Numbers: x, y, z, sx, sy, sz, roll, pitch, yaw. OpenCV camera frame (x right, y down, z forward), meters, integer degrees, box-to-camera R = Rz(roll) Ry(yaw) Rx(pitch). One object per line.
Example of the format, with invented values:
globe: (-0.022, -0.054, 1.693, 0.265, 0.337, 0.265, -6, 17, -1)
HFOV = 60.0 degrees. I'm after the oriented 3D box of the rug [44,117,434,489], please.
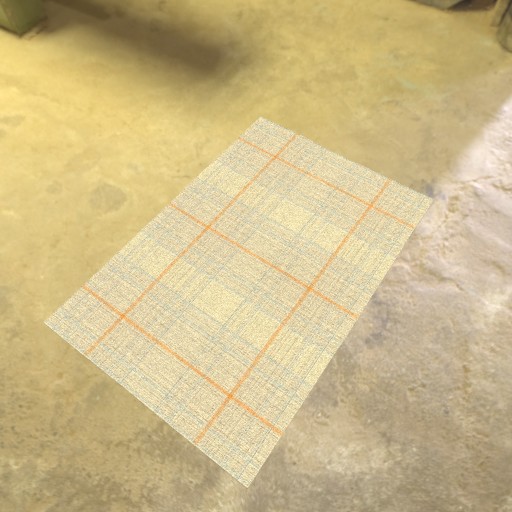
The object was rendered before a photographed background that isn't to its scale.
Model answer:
rug: (0.000, 0.000, 2.354, 1.232, 0.015, 1.825, 31, 63, 18)
